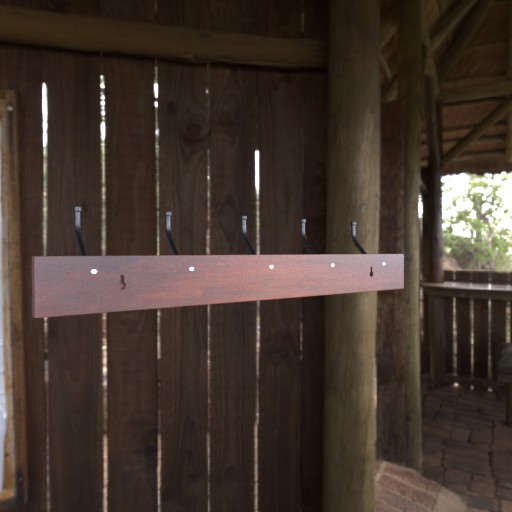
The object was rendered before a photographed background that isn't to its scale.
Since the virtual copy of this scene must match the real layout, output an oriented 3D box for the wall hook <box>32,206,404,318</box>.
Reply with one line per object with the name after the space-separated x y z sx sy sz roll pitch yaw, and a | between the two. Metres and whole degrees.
0.000 0.000 0.618 0.571 0.117 0.071 0 1 -36 | wall hook
